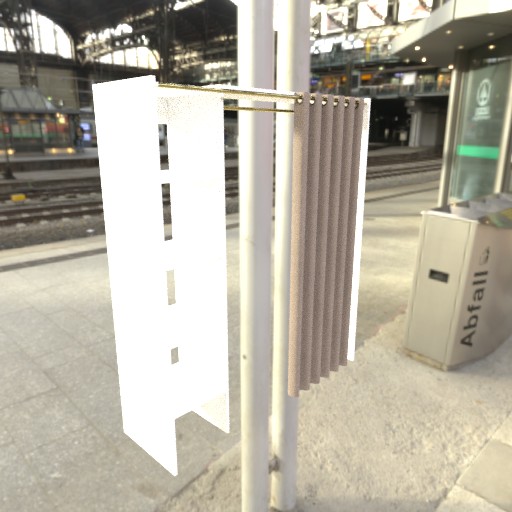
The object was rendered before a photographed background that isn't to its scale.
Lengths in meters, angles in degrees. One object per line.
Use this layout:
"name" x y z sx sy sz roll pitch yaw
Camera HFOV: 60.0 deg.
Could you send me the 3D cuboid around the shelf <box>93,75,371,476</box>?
"shelf" 0.000 0.000 2.620 0.500 1.820 1.600 14 21 42
